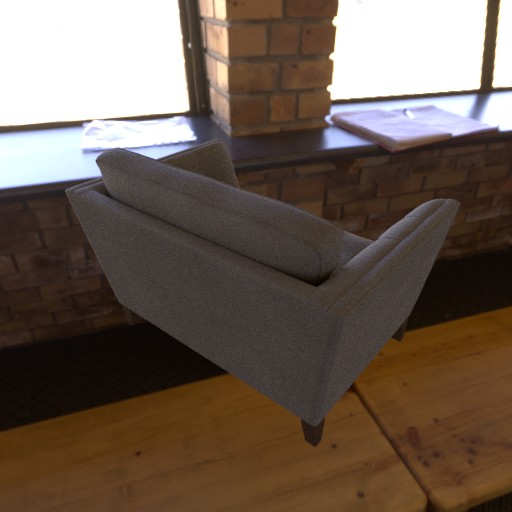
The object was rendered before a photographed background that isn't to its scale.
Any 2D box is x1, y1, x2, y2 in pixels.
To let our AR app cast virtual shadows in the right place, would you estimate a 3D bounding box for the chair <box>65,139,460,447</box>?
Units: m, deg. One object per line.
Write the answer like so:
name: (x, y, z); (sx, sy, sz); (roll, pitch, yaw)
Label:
chair: (0.000, 0.000, 2.037); (1.396, 0.942, 0.965); (23, 38, 33)
